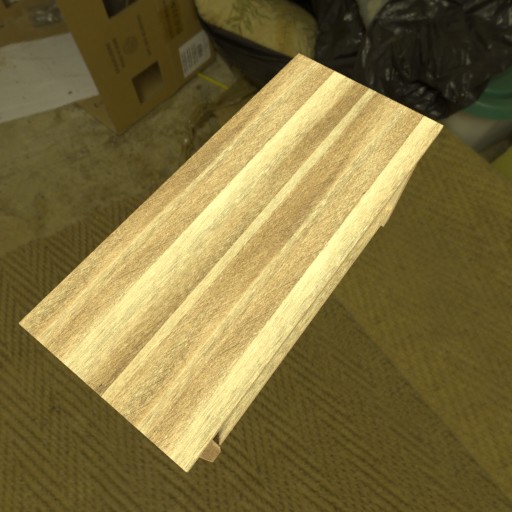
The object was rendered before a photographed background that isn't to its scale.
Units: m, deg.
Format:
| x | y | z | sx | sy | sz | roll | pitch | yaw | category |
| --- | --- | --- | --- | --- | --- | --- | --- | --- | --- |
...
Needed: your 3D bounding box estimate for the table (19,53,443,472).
| x | y | z | sx | sy | sz | roll | pitch | yaw | category |
| --- | --- | --- | --- | --- | --- | --- | --- | --- | --- |
| 0.000 | 0.000 | 1.326 | 0.493 | 0.480 | 1.095 | 34 | 68 | 16 | table |
